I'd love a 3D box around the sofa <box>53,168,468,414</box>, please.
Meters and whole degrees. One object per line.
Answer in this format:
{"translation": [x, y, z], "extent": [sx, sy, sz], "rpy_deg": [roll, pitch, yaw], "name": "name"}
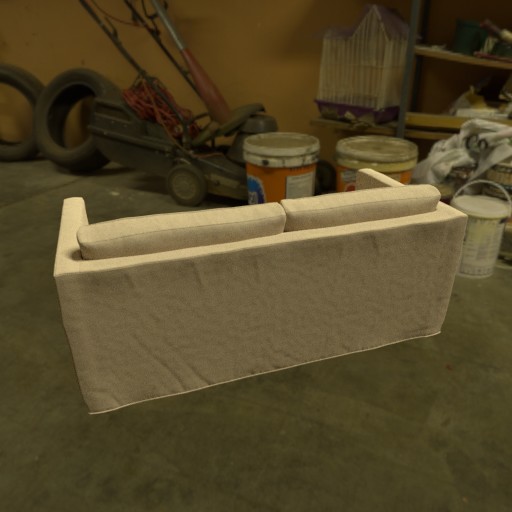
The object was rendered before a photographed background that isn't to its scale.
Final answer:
{"translation": [0.000, 0.000, 2.446], "extent": [1.959, 0.835, 0.962], "rpy_deg": [-9, 28, -17], "name": "sofa"}
